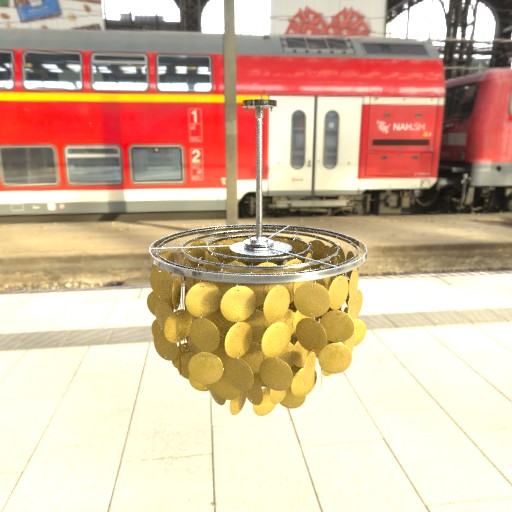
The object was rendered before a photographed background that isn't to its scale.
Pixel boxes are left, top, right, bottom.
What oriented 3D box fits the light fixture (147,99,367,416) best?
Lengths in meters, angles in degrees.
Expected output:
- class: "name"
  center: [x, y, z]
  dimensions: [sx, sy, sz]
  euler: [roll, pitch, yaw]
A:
- class: "light fixture"
  center: [0.000, 0.000, 0.741]
  dimensions: [0.368, 0.492, 0.368]
  euler: [0, 15, 0]
